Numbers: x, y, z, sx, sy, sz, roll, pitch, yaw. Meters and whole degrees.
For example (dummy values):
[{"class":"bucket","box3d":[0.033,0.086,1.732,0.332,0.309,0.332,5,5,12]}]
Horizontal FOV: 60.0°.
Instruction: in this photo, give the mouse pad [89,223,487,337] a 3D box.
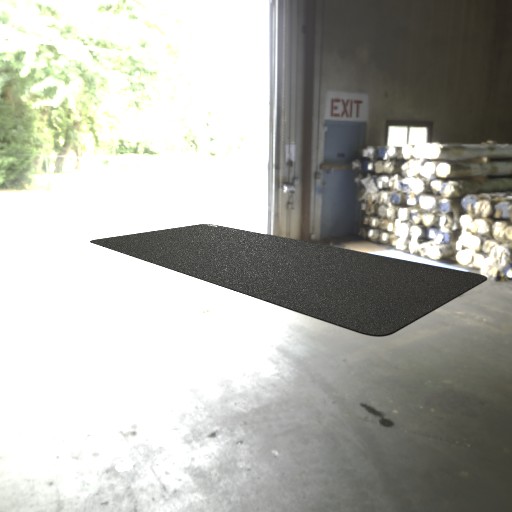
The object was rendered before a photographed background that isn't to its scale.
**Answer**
[{"class":"mouse pad","box3d":[0.000,0.000,1.049,0.424,0.003,0.907,-13,19,-43]}]
